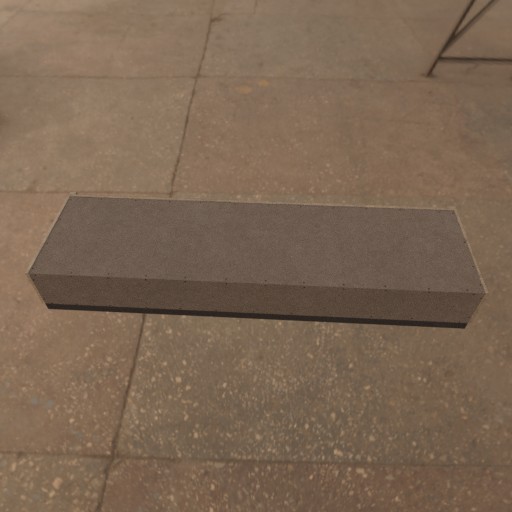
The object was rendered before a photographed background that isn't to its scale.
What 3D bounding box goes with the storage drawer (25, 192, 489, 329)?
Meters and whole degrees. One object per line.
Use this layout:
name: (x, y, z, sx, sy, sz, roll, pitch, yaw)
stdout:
storage drawer: (0.000, 0.000, 2.278, 2.072, 0.274, 0.591, 2, 47, 2)
